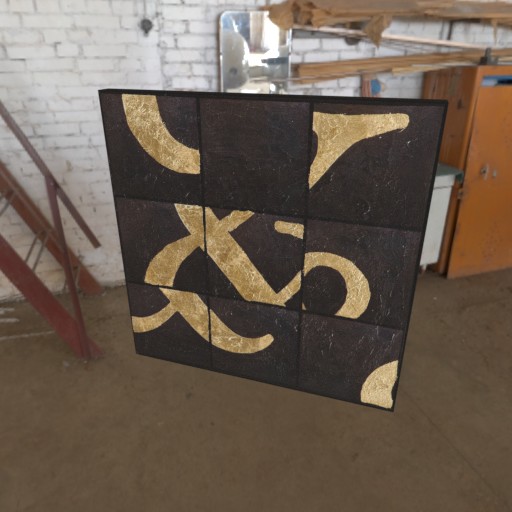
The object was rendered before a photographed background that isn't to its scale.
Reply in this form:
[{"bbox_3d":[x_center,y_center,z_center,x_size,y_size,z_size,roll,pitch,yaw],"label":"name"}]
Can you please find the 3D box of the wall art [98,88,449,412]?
[{"bbox_3d":[0.000,0.000,1.101,0.758,0.758,0.044,8,27,16],"label":"wall art"}]
